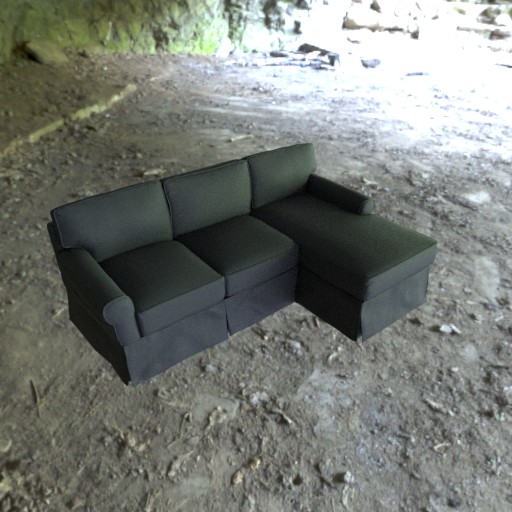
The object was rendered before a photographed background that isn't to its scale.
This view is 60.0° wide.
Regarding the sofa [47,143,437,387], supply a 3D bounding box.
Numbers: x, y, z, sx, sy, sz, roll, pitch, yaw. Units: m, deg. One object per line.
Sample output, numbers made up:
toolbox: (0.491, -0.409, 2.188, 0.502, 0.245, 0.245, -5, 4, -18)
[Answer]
sofa: (0.000, 0.000, 3.380, 2.518, 1.039, 1.637, -22, 38, -32)
